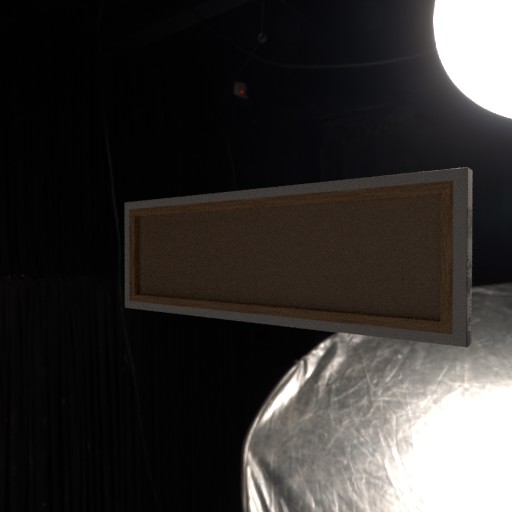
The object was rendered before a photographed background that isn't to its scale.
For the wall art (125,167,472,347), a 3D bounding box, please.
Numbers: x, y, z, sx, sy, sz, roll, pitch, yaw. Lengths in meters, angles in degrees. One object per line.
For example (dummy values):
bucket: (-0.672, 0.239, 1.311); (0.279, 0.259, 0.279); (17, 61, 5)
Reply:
wall art: (0.000, 0.000, 0.864); (0.763, 0.255, 0.038); (0, 1, 36)
